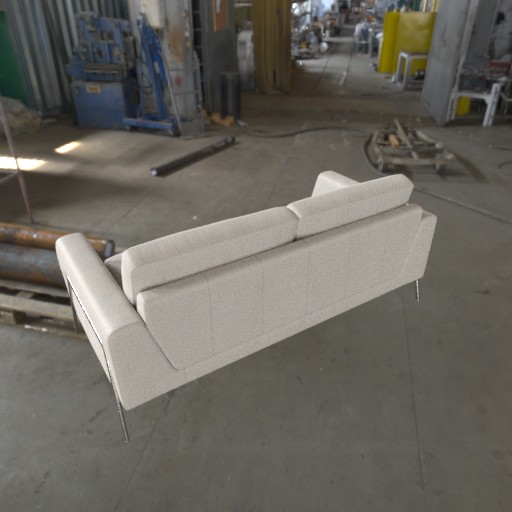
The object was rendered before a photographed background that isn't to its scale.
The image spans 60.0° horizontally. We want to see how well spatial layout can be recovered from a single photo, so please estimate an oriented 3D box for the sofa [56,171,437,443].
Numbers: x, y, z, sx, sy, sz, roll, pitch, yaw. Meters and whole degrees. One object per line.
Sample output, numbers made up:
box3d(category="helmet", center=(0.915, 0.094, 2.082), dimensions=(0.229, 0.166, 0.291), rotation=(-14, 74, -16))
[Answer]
box3d(category="sofa", center=(0.000, 0.000, 2.610), dimensions=(2.017, 0.875, 0.953), rotation=(-18, 35, -28))
